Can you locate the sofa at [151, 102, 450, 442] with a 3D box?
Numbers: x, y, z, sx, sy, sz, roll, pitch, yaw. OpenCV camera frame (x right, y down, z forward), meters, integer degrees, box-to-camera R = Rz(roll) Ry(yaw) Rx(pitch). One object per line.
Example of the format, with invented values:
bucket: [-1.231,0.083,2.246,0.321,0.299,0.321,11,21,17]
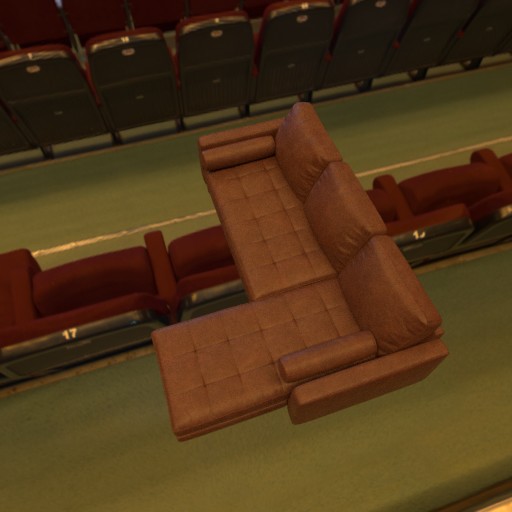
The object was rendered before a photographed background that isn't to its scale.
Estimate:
sofa: [0.000,0.000,3.052,1.613,0.841,2.185,-16,59,-10]
